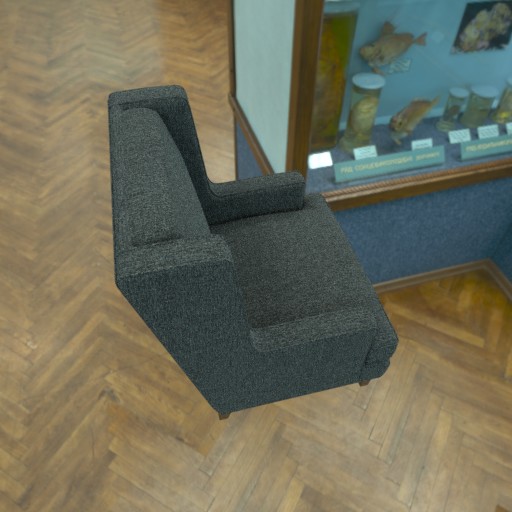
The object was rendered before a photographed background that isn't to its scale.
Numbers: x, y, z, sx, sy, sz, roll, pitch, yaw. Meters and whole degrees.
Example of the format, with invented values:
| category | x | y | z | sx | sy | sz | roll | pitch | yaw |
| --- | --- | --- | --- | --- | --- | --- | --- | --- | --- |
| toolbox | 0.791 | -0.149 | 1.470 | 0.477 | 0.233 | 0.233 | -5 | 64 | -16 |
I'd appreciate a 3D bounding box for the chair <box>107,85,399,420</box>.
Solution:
| category | x | y | z | sx | sy | sz | roll | pitch | yaw |
| --- | --- | --- | --- | --- | --- | --- | --- | --- | --- |
| chair | 0.000 | 0.000 | 1.824 | 0.927 | 1.082 | 0.942 | -10 | 49 | -9 |
